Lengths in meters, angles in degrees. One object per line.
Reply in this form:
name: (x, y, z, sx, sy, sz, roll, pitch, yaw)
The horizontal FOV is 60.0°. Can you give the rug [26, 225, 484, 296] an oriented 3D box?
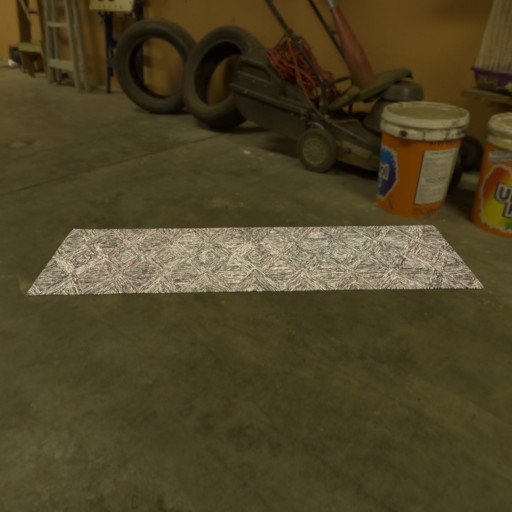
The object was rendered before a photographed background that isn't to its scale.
rug: (0.000, 0.000, 2.521, 2.305, 0.013, 0.719, -1, 31, -1)
